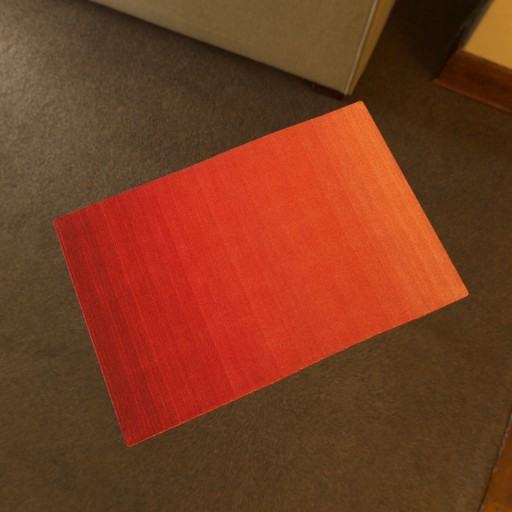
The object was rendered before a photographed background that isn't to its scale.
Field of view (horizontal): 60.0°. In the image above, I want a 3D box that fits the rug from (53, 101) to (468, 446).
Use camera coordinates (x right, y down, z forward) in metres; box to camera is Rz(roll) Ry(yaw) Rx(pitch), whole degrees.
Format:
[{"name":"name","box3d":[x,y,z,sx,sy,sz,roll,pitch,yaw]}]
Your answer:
[{"name":"rug","box3d":[0.000,0.000,2.303,1.835,0.018,1.230,-22,77,-6]}]
